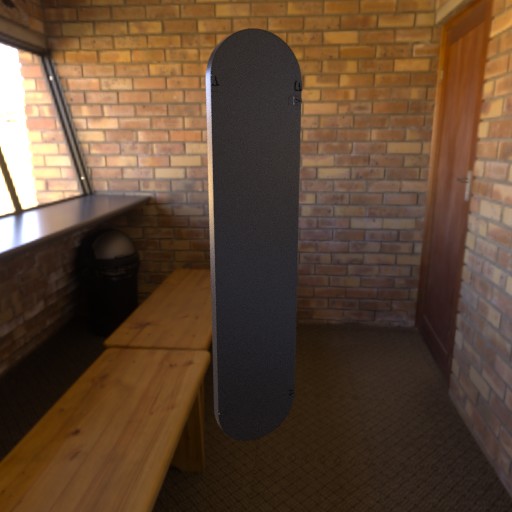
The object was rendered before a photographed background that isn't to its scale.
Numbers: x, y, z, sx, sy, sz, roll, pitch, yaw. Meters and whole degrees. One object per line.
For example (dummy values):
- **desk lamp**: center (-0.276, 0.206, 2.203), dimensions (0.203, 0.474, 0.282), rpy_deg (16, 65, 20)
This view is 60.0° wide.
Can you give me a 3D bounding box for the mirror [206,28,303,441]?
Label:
- **mirror**: center (0.000, 0.000, 1.062), dimensions (0.222, 0.991, 0.032), rpy_deg (-7, 16, -26)
